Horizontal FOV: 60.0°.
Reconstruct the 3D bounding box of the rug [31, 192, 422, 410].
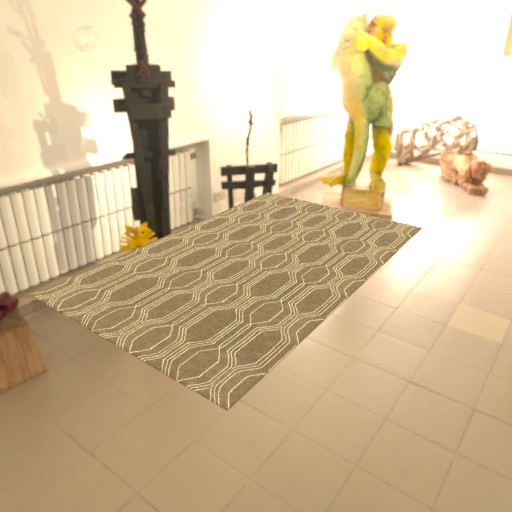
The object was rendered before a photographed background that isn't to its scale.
[{"bbox_3d":[0.000,0.000,3.122,1.541,0.012,2.457,18,31,33],"label":"rug"}]
